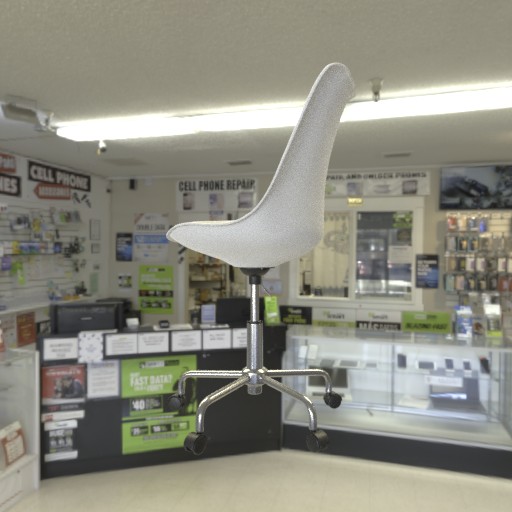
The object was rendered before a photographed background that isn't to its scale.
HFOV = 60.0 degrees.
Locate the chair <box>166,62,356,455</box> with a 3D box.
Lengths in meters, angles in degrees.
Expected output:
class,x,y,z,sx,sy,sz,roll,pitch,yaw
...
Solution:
class,x,y,z,sx,sy,sz,roll,pitch,yaw
chair,0.000,0.000,1.261,0.550,0.930,0.550,0,1,18
